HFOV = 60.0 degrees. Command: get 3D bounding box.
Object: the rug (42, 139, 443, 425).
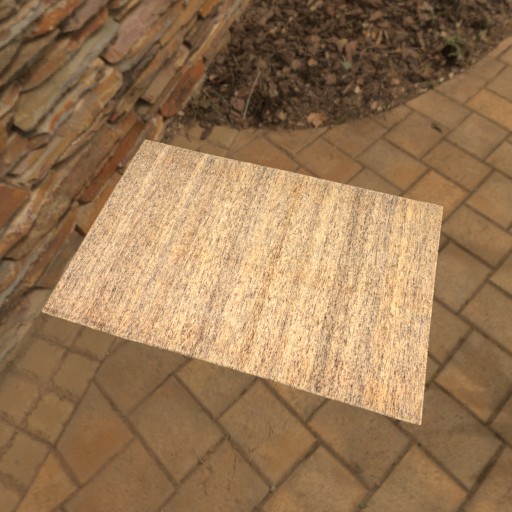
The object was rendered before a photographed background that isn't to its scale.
[{"bbox_3d":[0.000,0.000,2.347,1.846,0.014,1.243,14,60,9],"label":"rug"}]
